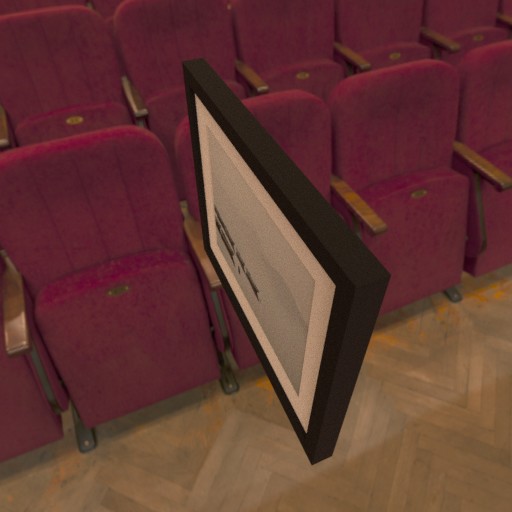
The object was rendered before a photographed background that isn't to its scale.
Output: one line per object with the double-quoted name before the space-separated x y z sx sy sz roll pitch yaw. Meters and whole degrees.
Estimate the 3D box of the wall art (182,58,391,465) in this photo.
"wall art" 0.000 0.000 0.539 0.028 0.325 0.397 -17 48 -16
